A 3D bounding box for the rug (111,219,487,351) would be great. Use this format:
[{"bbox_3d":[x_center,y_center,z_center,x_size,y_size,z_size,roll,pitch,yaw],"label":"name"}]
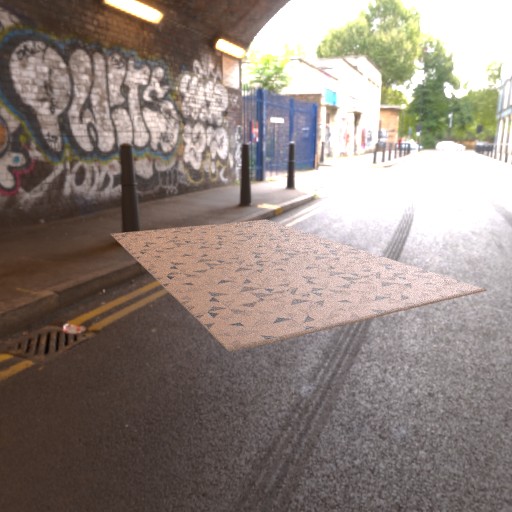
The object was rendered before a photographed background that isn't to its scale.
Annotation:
[{"bbox_3d":[0.000,0.000,3.068,1.512,0.009,2.457,-8,16,-27],"label":"rug"}]
